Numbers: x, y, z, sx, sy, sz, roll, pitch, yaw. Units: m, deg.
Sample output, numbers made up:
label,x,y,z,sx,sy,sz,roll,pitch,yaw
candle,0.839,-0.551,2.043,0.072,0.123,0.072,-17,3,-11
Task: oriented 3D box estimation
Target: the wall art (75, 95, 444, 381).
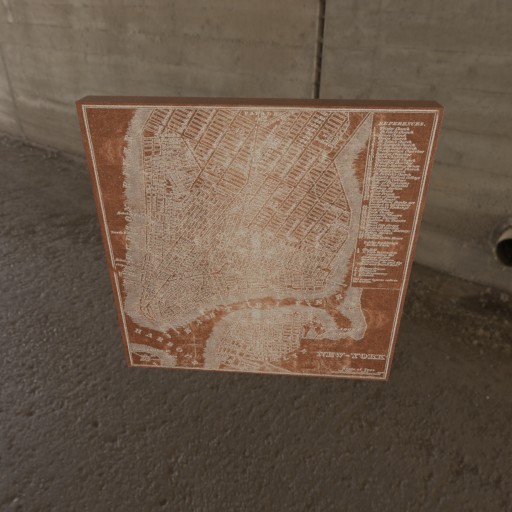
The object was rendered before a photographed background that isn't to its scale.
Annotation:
label,x,y,z,sx,sy,sz,roll,pitch,yaw
wall art,0.000,0.000,0.598,0.403,0.403,0.035,2,30,4
